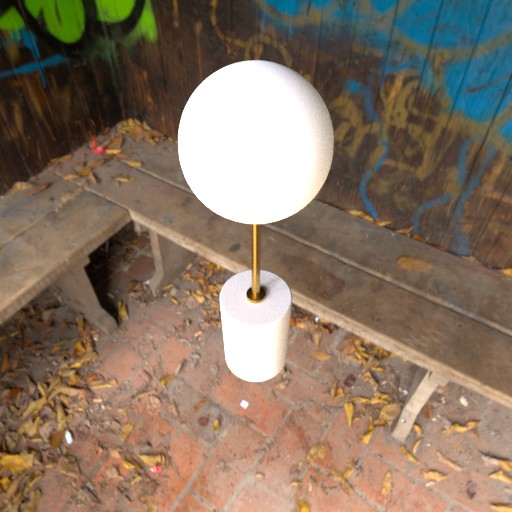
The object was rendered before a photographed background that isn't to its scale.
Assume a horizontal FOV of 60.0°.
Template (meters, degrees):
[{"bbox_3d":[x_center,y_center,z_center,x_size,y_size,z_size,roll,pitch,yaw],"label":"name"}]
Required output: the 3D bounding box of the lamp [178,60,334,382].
[{"bbox_3d":[0.000,0.000,0.561,0.153,0.480,0.153,0,47,0],"label":"lamp"}]
